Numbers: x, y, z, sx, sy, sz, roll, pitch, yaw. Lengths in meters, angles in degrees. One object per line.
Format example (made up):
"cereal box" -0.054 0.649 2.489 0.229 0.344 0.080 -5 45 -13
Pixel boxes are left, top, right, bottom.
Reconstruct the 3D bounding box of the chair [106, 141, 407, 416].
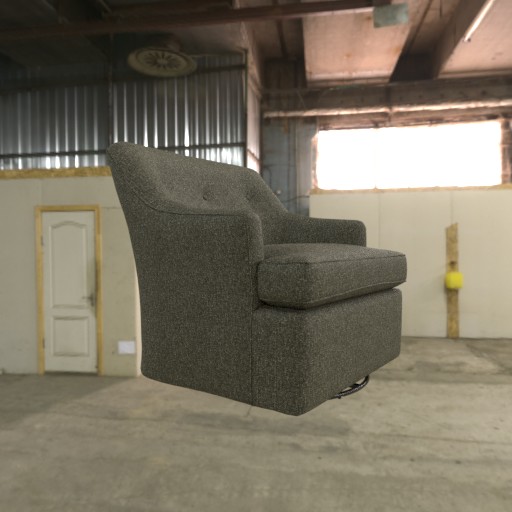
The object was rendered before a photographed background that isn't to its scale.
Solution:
"chair" 0.000 0.000 1.680 0.923 0.856 0.864 2 3 37
